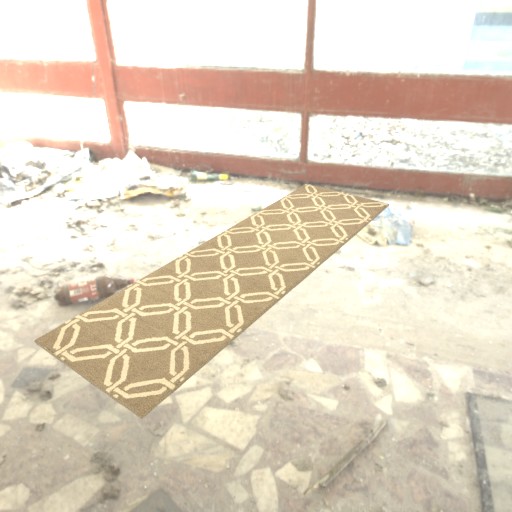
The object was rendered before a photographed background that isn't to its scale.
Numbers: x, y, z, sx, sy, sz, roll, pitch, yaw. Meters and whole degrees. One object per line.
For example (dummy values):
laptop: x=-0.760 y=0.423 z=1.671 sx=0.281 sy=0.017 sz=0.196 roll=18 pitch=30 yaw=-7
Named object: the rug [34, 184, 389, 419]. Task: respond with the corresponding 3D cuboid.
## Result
rug: x=0.000 y=0.000 z=2.502 sx=0.678 sy=0.014 sz=2.276 roll=20 pitch=36 yaw=31
